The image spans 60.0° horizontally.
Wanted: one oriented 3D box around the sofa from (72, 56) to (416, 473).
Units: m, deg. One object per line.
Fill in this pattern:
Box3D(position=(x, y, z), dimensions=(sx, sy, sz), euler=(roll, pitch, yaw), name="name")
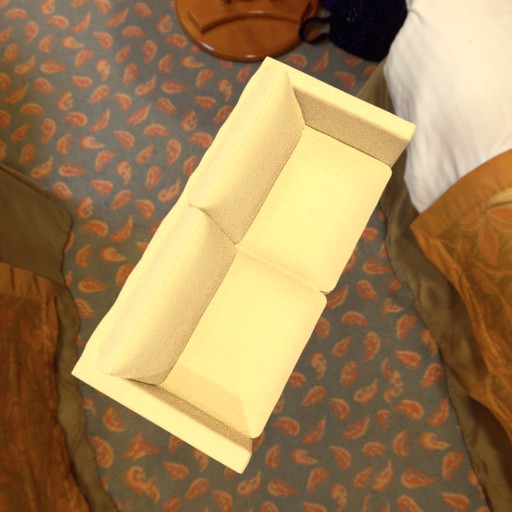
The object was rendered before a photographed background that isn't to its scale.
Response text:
Box3D(position=(0.000, 0.000, 2.505), dimensions=(0.940, 0.870, 1.987), euler=(28, 78, 6), name="sofa")
